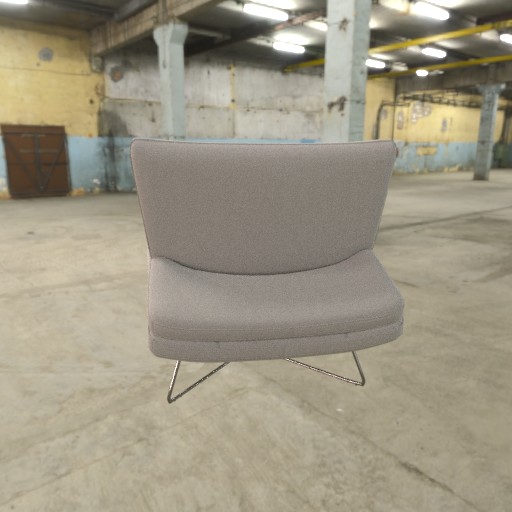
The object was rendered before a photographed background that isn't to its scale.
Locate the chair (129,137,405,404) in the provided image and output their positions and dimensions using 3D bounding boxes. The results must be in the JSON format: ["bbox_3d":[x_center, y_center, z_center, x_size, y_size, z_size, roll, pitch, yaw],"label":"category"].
[{"bbox_3d":[0.000,0.000,1.696,0.859,0.855,1.008,-2,13,-9],"label":"chair"}]
